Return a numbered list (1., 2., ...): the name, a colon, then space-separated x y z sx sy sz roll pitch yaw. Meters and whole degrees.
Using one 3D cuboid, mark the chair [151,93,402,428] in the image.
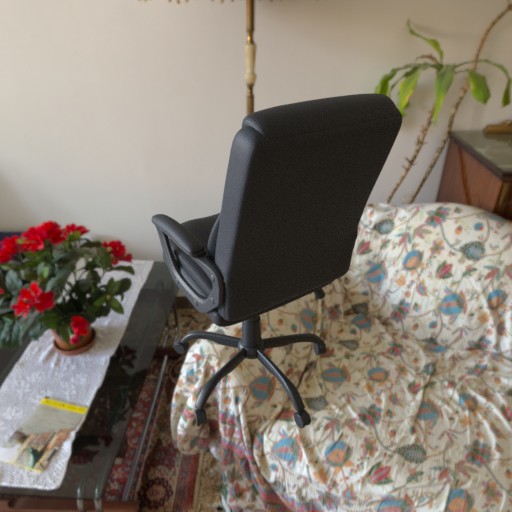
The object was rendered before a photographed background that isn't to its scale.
1. chair: 0.000 0.000 1.458 0.615 1.072 0.655 -19 35 -29
